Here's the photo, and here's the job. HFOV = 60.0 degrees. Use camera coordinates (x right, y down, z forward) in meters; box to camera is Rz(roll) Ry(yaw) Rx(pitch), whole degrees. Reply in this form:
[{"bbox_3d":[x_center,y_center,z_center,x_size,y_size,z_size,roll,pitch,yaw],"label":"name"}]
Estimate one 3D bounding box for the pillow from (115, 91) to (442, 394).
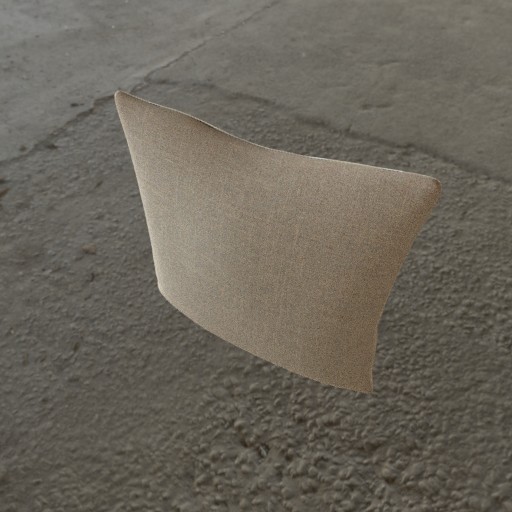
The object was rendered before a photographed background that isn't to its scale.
[{"bbox_3d":[0.000,0.000,0.860,0.578,0.558,0.192,23,50,21],"label":"pillow"}]
